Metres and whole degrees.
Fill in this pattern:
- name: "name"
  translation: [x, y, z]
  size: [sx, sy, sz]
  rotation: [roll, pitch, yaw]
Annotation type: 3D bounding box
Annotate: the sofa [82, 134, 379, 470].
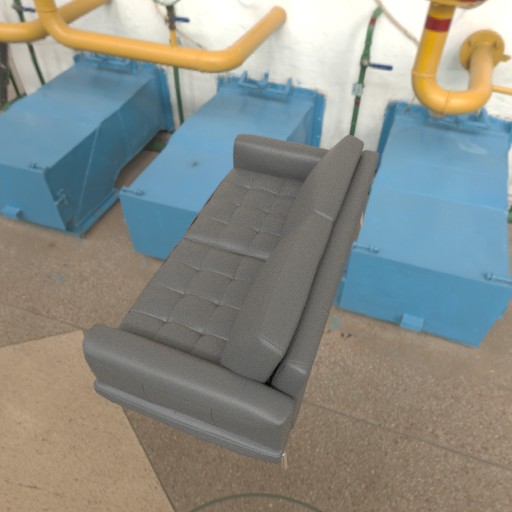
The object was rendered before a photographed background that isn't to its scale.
- name: "sofa"
  translation: [0.000, 0.000, 2.790]
  size: [1.121, 0.930, 2.177]
  rotation: [15, 48, 14]
